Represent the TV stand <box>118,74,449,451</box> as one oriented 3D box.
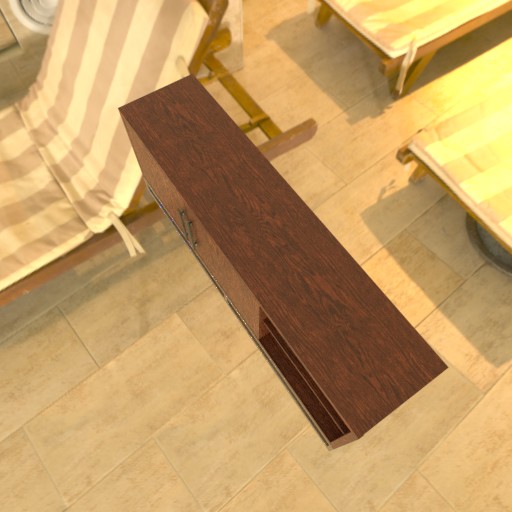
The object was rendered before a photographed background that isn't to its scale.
[{"bbox_3d":[0.000,0.000,1.851,0.382,0.578,1.541,-31,67,-15],"label":"TV stand"}]
